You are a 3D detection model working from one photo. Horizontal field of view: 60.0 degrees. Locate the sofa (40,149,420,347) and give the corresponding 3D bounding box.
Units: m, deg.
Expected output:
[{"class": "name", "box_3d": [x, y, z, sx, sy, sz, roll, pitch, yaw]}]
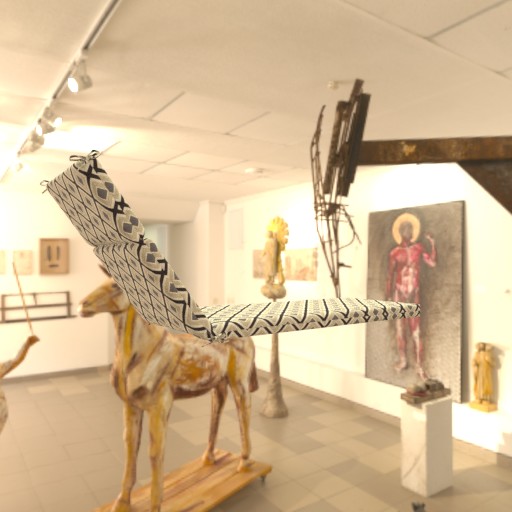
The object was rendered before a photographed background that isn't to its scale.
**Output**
[{"class": "sofa", "box_3d": [0.000, 0.000, 1.950, 1.663, 0.622, 0.582, 0, -1, -35]}]
